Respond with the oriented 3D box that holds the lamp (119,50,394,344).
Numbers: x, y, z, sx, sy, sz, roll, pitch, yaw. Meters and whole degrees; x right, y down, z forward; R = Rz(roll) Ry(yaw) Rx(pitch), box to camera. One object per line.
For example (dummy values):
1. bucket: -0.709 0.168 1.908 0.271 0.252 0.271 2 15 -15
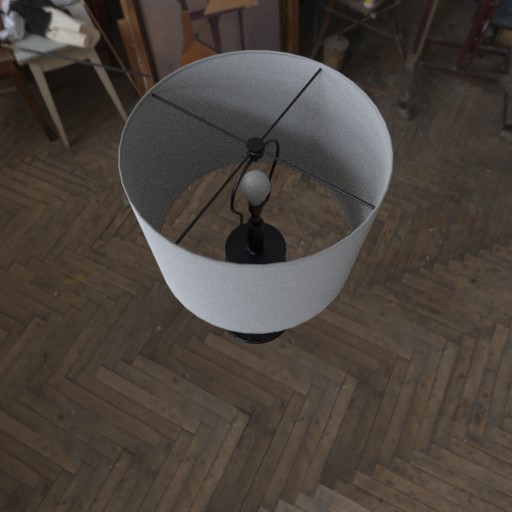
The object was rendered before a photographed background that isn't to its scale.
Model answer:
1. lamp: 0.000 0.000 0.787 0.322 0.593 0.322 30 67 14
